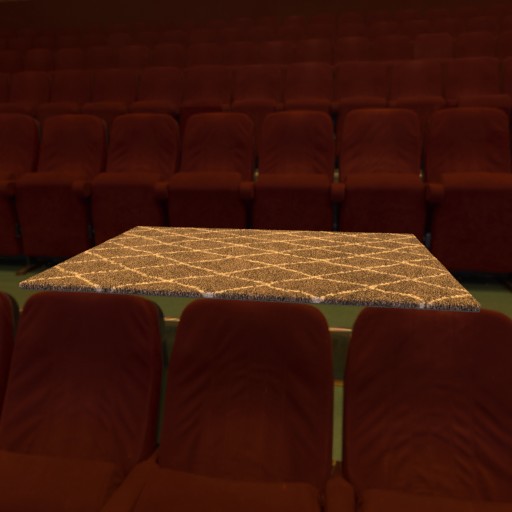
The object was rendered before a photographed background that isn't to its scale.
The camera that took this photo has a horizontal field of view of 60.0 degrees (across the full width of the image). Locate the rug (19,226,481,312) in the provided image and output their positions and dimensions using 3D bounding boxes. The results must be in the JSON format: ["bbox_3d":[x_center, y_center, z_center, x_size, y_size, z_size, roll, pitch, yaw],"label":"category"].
[{"bbox_3d":[0.000,0.000,2.257,1.778,0.030,1.219,2,15,8],"label":"rug"}]
